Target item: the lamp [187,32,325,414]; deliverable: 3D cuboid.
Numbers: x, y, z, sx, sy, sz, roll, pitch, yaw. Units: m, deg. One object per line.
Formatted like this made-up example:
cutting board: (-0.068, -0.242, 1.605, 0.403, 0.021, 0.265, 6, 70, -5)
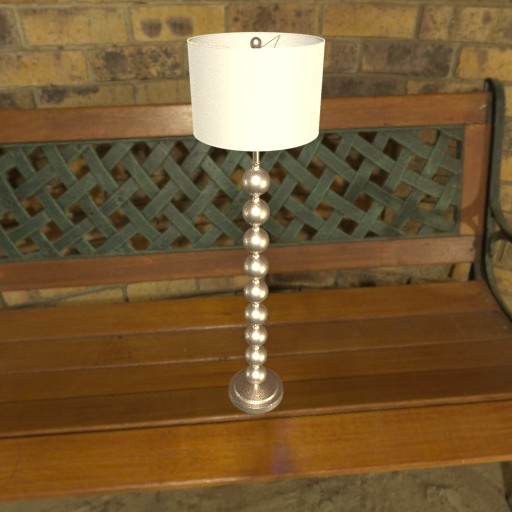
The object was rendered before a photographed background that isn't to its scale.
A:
lamp: (0.000, 0.000, 1.655, 0.394, 1.474, 0.394, -21, 38, -30)
